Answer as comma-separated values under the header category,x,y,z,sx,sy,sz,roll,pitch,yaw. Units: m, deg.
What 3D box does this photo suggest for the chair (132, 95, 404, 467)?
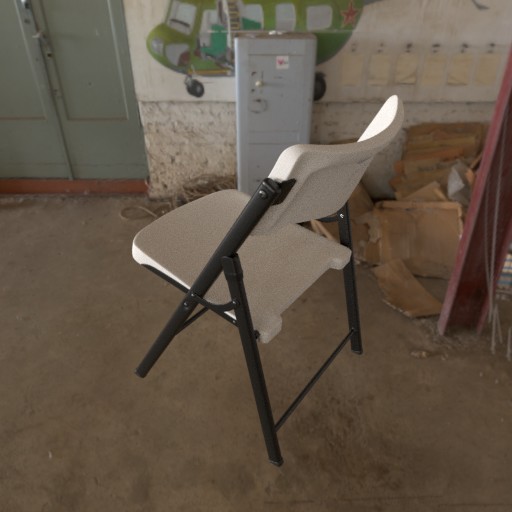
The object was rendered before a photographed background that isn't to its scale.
category,x,y,z,sx,sy,sz,roll,pitch,yaw
chair,0.000,0.000,1.115,0.577,0.765,0.482,21,38,30
